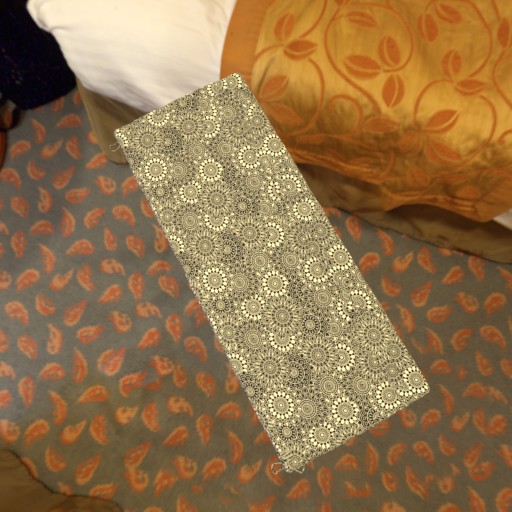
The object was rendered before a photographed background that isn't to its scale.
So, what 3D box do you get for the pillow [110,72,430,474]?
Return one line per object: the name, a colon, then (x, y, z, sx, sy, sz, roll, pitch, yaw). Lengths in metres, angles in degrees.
pillow: (0.000, 0.000, 1.334, 0.492, 0.081, 1.187, -28, 78, -6)
